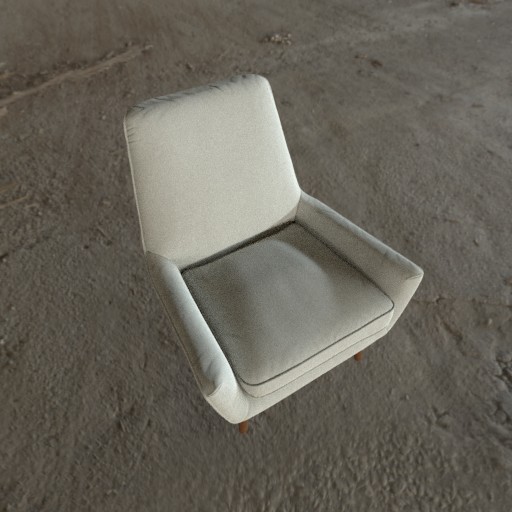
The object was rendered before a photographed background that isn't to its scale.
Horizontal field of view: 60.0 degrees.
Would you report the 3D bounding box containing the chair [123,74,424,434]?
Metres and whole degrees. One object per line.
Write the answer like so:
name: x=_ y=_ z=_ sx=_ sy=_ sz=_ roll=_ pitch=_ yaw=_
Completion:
chair: x=0.000 y=0.000 z=1.507 sx=0.787 sy=0.888 sz=0.822 roll=-25 pitch=51 yaw=-22
